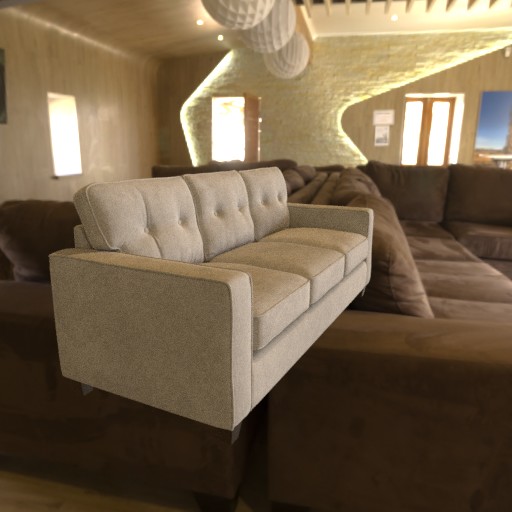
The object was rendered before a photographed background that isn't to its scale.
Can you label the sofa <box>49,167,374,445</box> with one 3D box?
[{"bbox_3d":[0.000,0.000,2.629,0.939,0.965,2.133,7,15,27],"label":"sofa"}]
